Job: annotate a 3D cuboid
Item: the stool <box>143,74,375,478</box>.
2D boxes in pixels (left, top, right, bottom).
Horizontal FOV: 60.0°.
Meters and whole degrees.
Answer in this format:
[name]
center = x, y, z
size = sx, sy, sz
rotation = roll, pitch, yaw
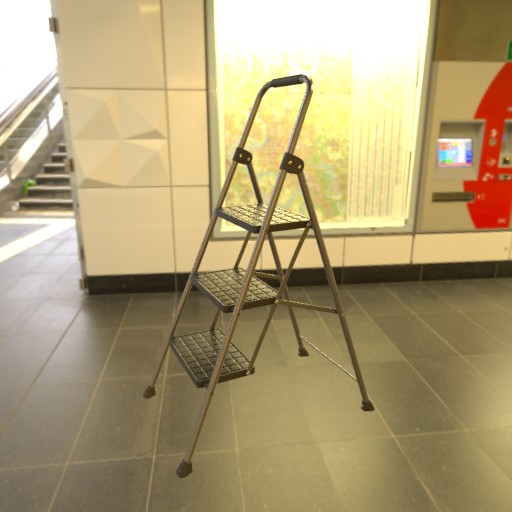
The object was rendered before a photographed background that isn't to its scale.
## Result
[stool]
center = 0.000, 0.000, 1.474
size = 0.733, 1.121, 0.473
rotation = -8, 19, -25
